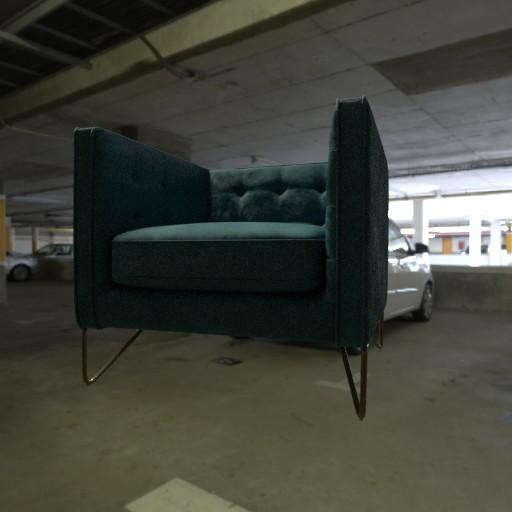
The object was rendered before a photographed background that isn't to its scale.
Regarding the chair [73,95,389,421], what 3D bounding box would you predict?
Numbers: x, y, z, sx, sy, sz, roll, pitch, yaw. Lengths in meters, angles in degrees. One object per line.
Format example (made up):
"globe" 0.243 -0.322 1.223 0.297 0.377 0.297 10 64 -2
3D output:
"chair" 0.000 0.000 1.580 0.880 0.790 0.894 0 1 19
